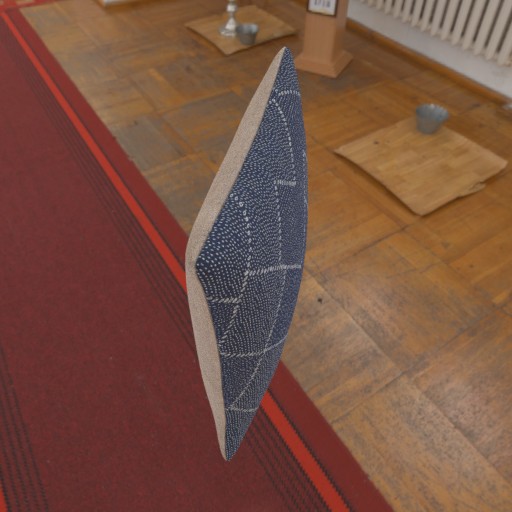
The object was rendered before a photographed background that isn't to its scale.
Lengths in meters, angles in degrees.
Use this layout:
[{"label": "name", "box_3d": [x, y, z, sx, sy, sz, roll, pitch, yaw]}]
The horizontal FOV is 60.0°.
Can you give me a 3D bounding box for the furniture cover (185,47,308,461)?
[{"label": "furniture cover", "box_3d": [0.000, 0.000, 0.751, 0.162, 0.503, 0.511, 9, 48, 8]}]
